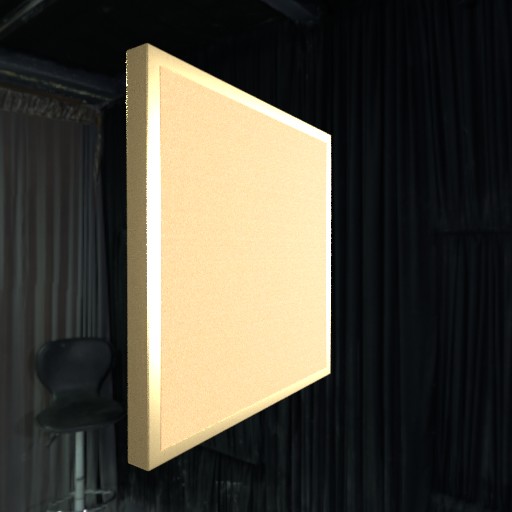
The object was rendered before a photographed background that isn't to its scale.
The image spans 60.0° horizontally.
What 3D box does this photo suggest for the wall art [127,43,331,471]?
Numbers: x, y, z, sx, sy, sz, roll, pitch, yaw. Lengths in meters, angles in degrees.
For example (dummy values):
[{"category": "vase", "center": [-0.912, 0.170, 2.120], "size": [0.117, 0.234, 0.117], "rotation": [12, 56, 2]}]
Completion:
[{"category": "wall art", "center": [0.000, 0.000, 0.448], "size": [0.023, 0.305, 0.305], "rotation": [0, 1, 34]}]
